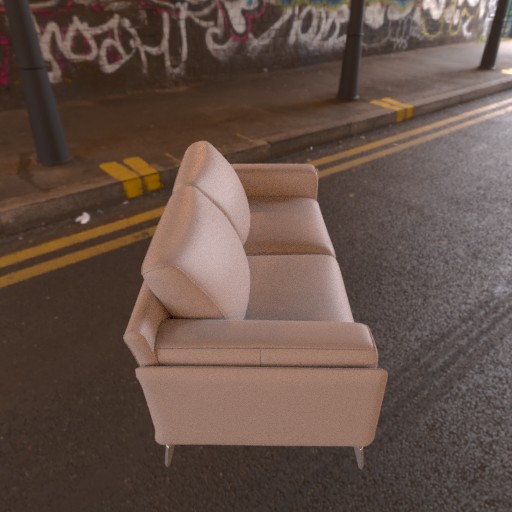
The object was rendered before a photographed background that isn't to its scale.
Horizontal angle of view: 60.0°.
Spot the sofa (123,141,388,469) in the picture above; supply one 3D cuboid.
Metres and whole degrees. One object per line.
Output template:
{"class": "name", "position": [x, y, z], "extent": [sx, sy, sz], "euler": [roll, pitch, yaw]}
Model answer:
{"class": "sofa", "position": [0.000, 0.000, 2.556], "extent": [1.049, 0.930, 2.101], "euler": [0, 32, 0]}
